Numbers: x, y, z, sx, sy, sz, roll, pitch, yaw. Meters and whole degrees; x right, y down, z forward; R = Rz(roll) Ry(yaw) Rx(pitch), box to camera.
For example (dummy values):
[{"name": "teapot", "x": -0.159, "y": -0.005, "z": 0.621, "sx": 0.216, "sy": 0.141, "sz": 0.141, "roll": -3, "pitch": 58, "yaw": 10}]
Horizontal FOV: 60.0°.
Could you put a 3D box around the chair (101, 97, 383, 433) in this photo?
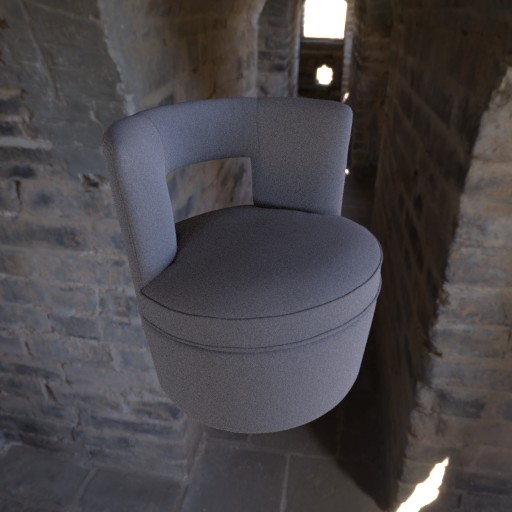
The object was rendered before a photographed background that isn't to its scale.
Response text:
[{"name": "chair", "x": 0.000, "y": 0.000, "z": 1.205, "sx": 0.689, "sy": 0.719, "sz": 0.660, "roll": -20, "pitch": 35, "yaw": -31}]
